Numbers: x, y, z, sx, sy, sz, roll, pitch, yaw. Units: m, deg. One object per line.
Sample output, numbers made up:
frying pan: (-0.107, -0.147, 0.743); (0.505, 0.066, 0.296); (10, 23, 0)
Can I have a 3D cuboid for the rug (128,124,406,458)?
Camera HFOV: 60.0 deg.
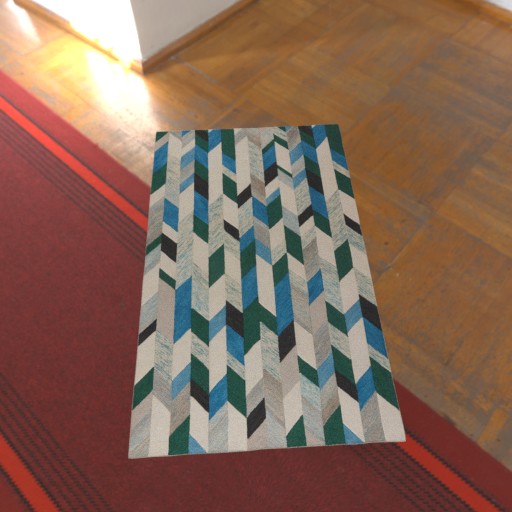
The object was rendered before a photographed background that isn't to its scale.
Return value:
rug: (0.000, 0.000, 3.005); (1.507, 0.007, 2.433); (-3, 60, -2)
